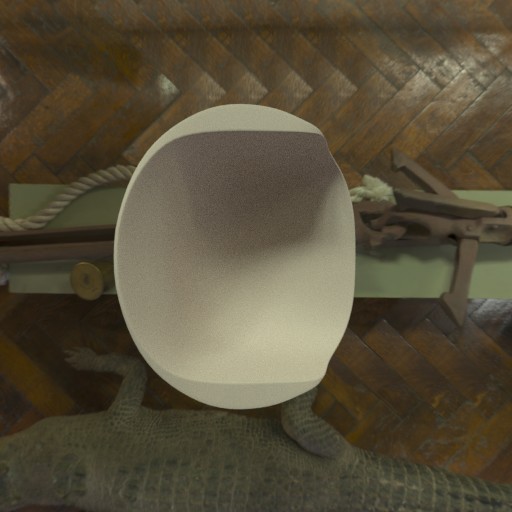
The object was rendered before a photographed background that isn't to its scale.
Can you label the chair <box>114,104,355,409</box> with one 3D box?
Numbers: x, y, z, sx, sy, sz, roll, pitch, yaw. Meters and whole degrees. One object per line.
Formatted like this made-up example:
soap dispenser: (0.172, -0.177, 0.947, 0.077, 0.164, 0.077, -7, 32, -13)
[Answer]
chair: (0.000, 0.000, 1.152, 0.504, 0.781, 0.593, 0, 90, -1)
